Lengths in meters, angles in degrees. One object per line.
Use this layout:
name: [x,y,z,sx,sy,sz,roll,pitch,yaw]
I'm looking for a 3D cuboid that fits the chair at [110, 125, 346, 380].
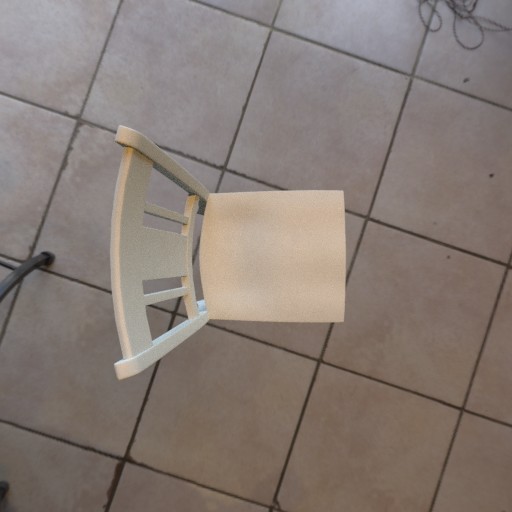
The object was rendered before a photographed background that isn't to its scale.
chair: [0.000,0.000,1.283,0.555,0.998,0.450,0,89,-1]
